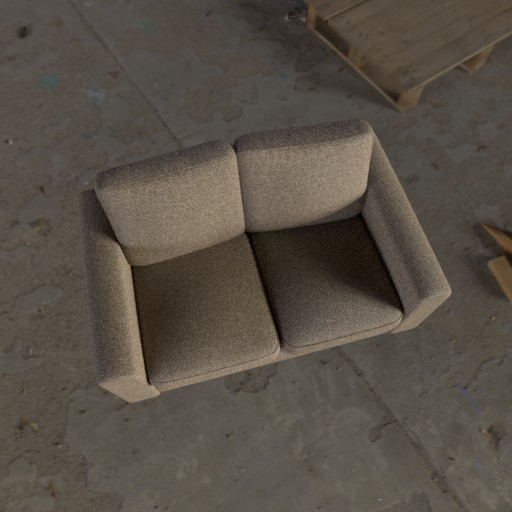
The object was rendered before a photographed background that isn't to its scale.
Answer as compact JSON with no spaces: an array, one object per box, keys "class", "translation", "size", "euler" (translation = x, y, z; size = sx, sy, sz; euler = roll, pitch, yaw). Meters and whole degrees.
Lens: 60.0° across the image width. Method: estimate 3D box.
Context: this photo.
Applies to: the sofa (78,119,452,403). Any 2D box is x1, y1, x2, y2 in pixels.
[{"class":"sofa","translation":[0.000,0.000,2.224],"size":[1.616,0.873,1.016],"euler":[-13,65,-6]}]
